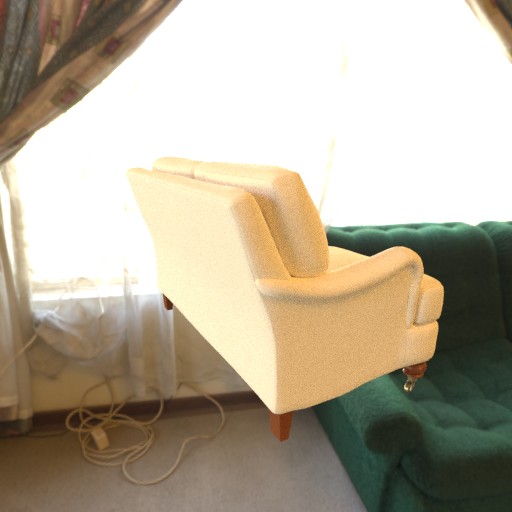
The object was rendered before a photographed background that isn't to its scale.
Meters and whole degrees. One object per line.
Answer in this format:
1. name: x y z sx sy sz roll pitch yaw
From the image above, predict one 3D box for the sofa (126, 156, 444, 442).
1. sofa: 0.000 0.000 2.568 1.084 1.101 1.853 -7 16 -26
